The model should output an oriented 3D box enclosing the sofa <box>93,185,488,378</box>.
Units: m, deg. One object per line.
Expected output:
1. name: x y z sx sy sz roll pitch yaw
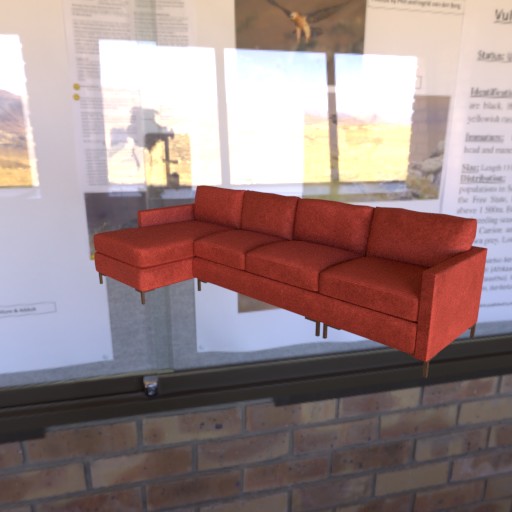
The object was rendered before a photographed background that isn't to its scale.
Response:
1. sofa: 0.000 0.000 3.999 3.400 0.967 1.500 15 21 43
